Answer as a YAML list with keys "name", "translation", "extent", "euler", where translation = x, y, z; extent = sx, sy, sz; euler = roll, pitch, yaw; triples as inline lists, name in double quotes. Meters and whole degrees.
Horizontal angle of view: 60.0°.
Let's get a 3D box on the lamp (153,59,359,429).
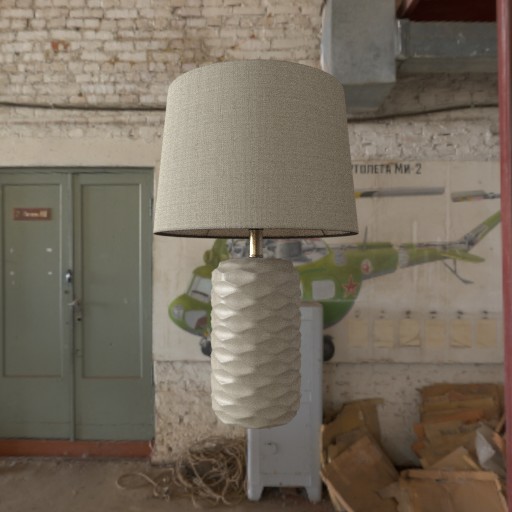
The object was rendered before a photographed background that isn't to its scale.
- name: "lamp"
  translation: [0.000, 0.000, 0.831]
  extent: [0.376, 0.594, 0.376]
  euler: [0, 0, 0]
